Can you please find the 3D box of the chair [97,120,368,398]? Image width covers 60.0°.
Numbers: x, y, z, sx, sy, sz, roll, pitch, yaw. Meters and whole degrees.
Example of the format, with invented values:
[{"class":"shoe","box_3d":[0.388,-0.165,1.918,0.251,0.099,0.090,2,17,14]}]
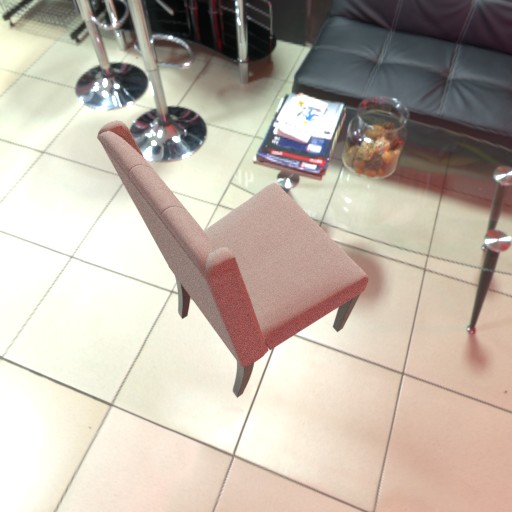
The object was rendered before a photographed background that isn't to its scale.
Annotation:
[{"class":"chair","box_3d":[0.000,0.000,1.310,0.523,0.961,0.474,-32,64,-18]}]
